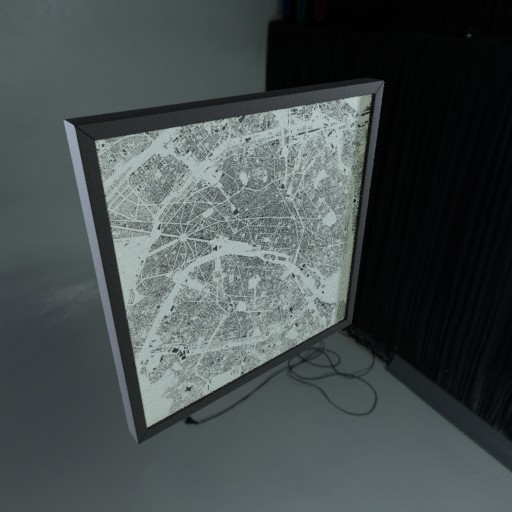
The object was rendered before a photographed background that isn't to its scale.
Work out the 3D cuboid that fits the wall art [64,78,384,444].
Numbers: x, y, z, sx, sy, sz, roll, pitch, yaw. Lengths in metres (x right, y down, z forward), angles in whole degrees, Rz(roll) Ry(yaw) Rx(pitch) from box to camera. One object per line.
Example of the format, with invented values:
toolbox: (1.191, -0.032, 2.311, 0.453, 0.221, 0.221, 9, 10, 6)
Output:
wall art: (0.000, 0.000, 0.736, 0.508, 0.508, 0.037, -21, 36, -32)
